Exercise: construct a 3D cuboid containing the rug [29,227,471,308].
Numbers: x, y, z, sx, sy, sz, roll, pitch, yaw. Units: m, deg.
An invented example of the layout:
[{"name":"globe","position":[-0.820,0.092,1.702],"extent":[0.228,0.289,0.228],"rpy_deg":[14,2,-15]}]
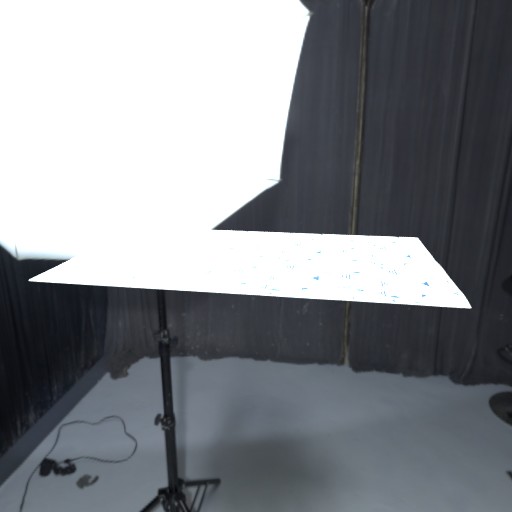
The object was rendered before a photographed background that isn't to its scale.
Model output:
[{"name":"rug","position":[0.000,0.000,3.118],"extent":[2.457,0.009,1.512],"rpy_deg":[3,16,10]}]
